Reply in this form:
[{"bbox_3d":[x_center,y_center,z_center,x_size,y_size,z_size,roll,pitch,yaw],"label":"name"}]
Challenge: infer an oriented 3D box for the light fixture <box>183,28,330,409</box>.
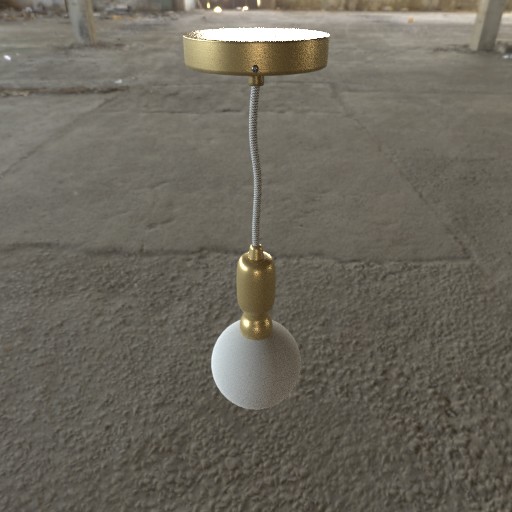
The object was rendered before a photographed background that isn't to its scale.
[{"bbox_3d":[0.000,0.000,0.567,0.147,0.510,0.146,0,31,1],"label":"light fixture"}]
